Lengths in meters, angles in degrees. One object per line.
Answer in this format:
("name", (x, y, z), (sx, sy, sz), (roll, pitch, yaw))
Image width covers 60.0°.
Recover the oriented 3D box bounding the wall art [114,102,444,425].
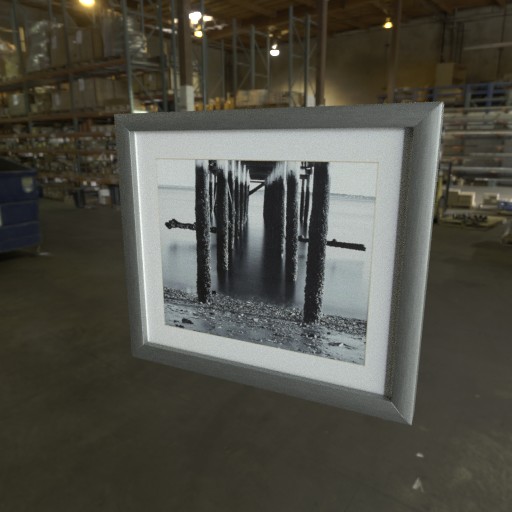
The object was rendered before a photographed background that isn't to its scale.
("wall art", (0.000, 0.000, 0.525), (0.380, 0.330, 0.028), (7, 15, 24))
